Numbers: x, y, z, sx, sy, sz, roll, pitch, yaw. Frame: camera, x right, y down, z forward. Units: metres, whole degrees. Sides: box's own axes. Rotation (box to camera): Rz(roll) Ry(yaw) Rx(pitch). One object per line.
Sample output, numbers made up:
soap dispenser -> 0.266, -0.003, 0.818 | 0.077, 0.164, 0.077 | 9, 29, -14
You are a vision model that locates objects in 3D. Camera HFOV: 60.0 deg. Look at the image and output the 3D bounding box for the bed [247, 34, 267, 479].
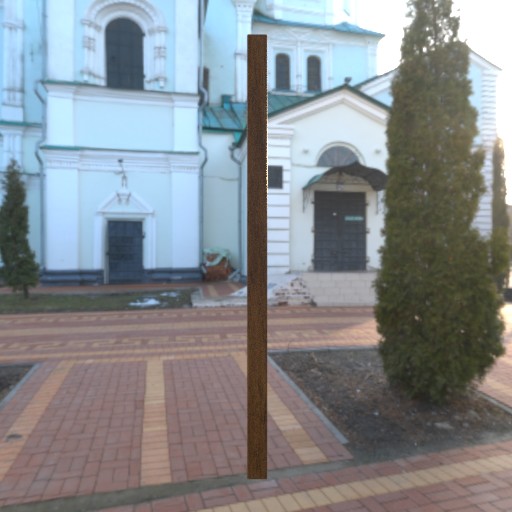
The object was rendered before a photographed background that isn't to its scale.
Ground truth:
bed -> 0.000, 0.000, 1.455 | 0.043, 0.940, 1.041 | 0, 0, 0
